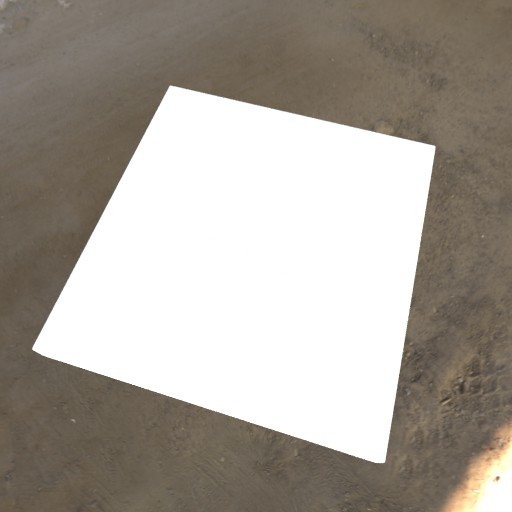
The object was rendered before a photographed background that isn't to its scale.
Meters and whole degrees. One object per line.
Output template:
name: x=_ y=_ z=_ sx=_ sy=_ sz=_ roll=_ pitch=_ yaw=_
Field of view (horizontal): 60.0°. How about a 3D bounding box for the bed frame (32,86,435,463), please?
bed frame: x=0.000 y=0.000 z=2.953 sx=1.930 sy=0.559 sz=2.032 roll=15 pitch=65 yaw=7
